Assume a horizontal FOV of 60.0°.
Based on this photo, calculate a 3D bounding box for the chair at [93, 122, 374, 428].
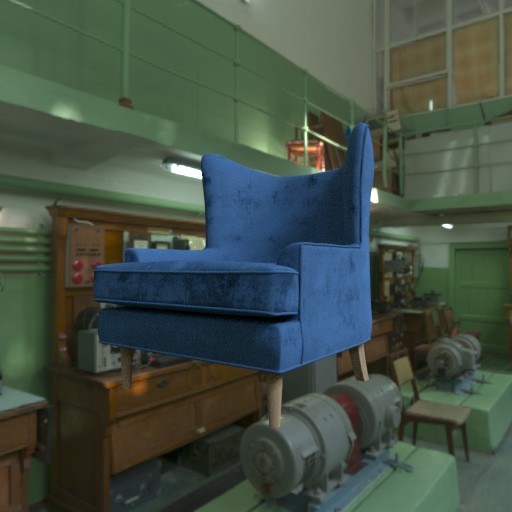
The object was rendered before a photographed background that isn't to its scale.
[{"bbox_3d":[0.000,0.000,1.687,0.793,0.952,0.910,-1,-1,36],"label":"chair"}]
